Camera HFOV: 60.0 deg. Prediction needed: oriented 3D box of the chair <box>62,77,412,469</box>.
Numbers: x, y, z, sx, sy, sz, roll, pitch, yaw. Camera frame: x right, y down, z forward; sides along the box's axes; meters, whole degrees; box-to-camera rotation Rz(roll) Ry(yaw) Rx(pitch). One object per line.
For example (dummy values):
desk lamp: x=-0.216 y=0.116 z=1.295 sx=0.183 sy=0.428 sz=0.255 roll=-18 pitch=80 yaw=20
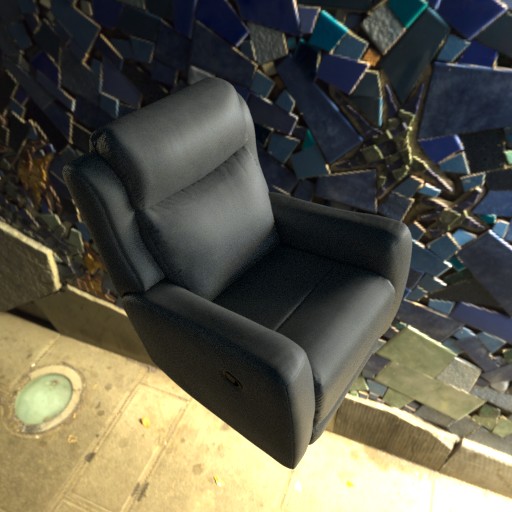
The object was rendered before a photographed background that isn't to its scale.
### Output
chair: x=0.000 y=0.000 z=1.842 sx=1.068 sy=1.116 sz=0.965 roll=27 pitch=49 yaw=27
